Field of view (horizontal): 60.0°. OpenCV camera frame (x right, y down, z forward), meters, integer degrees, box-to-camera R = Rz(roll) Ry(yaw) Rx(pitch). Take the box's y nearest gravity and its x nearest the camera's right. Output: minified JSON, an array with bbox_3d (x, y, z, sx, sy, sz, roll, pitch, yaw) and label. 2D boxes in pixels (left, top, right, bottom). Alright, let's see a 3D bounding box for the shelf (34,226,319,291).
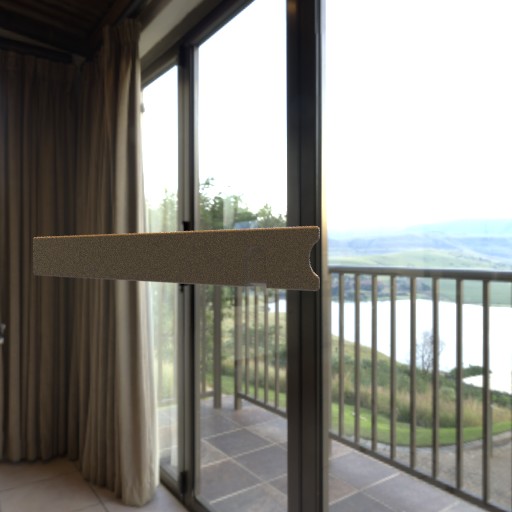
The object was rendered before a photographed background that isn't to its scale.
[{"bbox_3d":[0.000,0.000,0.442,0.296,0.035,0.296,0,0,36],"label":"shelf"}]
